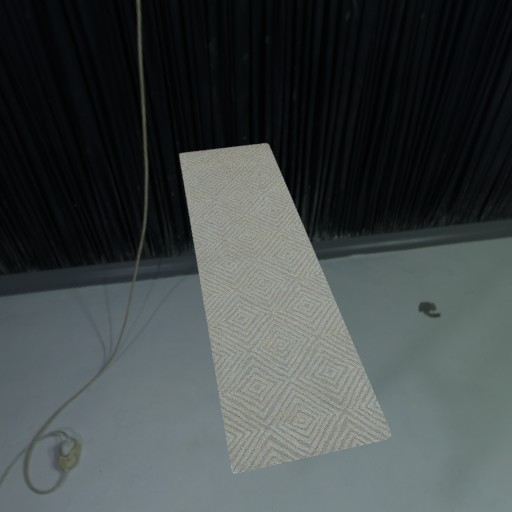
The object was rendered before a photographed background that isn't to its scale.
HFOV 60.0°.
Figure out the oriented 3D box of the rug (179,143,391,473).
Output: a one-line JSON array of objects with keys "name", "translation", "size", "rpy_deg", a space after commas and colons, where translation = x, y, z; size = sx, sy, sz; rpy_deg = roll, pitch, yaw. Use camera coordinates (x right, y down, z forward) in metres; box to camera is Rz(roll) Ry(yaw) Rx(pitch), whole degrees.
[{"name": "rug", "translation": [0.000, 0.000, 2.561], "size": [0.676, 0.008, 2.277], "rpy_deg": [-9, 47, -8]}]
